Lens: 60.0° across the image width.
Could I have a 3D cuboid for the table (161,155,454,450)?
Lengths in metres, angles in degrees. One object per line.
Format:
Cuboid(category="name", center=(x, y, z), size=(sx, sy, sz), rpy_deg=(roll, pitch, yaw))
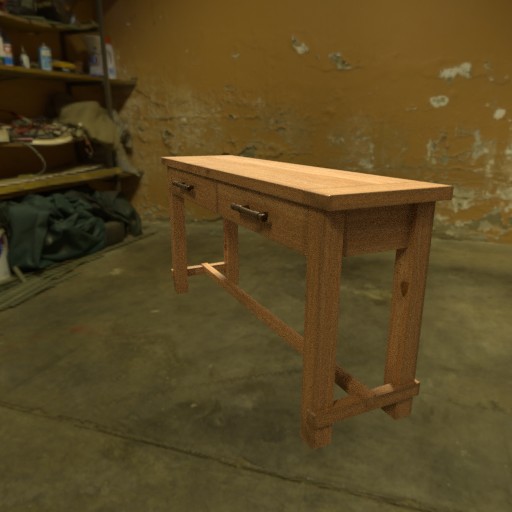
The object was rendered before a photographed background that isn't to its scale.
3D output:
Cuboid(category="table", center=(0.000, 0.000, 1.922), size=(0.442, 0.762, 1.599), rpy_deg=(-8, 18, -25))
